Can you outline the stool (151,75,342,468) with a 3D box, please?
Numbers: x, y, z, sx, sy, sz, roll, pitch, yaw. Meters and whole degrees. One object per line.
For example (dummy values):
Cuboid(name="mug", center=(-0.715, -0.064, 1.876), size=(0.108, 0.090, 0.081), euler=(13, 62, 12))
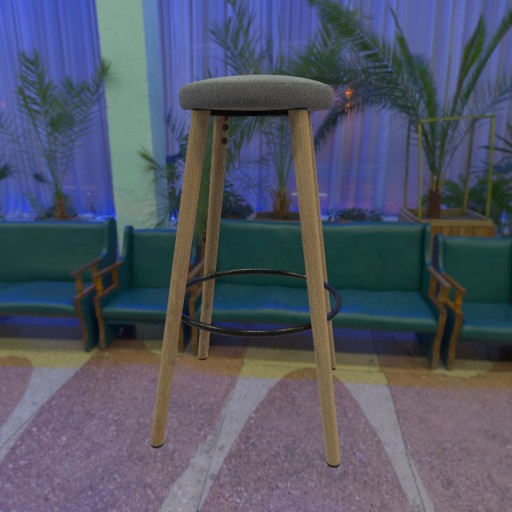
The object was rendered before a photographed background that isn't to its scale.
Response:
Cuboid(name="stool", center=(0.000, 0.000, 1.022), size=(0.410, 0.770, 0.410), euler=(2, 17, 8))
